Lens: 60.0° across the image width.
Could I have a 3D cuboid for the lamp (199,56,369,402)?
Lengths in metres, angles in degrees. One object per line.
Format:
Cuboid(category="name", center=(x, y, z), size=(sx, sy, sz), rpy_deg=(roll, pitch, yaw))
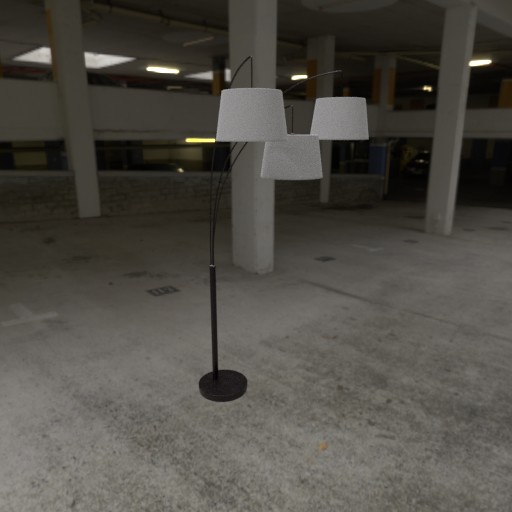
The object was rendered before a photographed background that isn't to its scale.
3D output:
Cuboid(category="lamp", center=(0.000, 0.000, 2.502), size=(0.951, 1.950, 0.924), rpy_deg=(-15, 21, -42))
